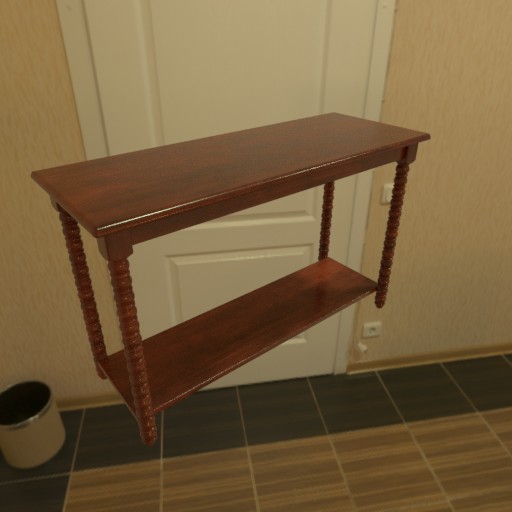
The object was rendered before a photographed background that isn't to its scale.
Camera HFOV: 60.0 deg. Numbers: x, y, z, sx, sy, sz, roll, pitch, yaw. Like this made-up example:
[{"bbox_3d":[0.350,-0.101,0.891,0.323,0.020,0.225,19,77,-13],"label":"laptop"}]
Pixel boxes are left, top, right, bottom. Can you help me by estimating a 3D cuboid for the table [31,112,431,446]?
[{"bbox_3d":[0.000,0.000,1.528,1.184,0.740,0.459,-22,36,-33],"label":"table"}]
